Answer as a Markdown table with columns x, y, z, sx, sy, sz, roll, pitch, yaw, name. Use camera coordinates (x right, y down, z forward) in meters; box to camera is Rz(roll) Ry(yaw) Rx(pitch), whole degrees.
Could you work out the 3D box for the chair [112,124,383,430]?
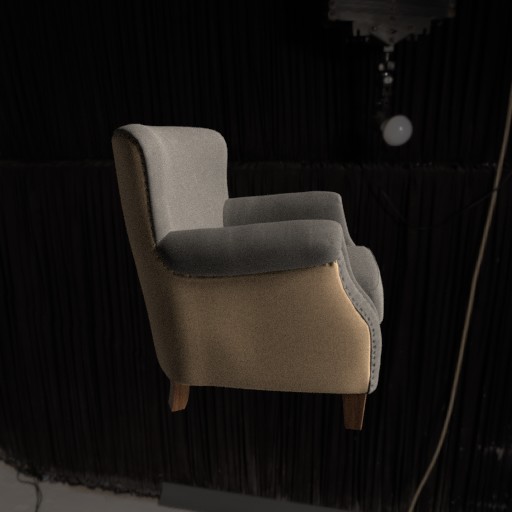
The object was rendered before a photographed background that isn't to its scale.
| x | y | z | sx | sy | sz | roll | pitch | yaw | name |
| --- | --- | --- | --- | --- | --- | --- | --- | --- | --- |
| 0.000 | 0.000 | 1.654 | 0.921 | 0.936 | 0.861 | 3 | 15 | 10 | chair |
